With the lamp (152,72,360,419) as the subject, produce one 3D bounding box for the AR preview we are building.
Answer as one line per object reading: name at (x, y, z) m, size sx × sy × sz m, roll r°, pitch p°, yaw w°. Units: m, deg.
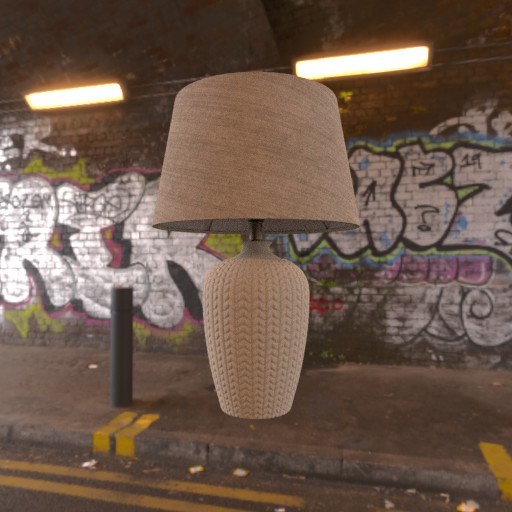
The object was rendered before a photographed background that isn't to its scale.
lamp at (0.000, 0.000, 0.852) m, size 0.390 × 0.580 × 0.390 m, roll 0°, pitch -1°, yaw 0°
